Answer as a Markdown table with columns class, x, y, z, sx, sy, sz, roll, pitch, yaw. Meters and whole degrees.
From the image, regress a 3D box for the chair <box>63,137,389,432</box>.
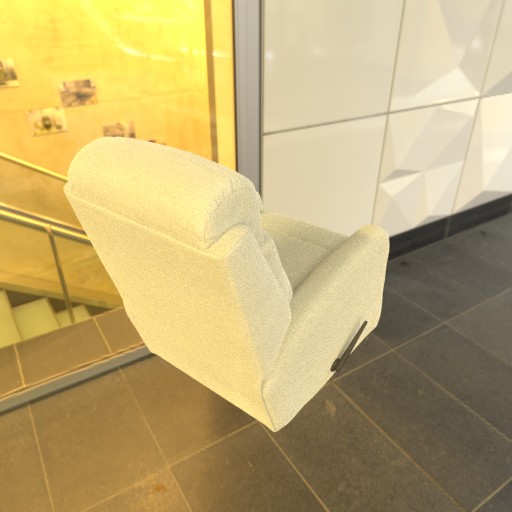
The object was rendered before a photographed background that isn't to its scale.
| class | x | y | z | sx | sy | sz | roll | pitch | yaw |
| --- | --- | --- | --- | --- | --- | --- | --- | --- | --- |
| chair | 0.000 | 0.000 | 1.681 | 0.798 | 1.013 | 1.043 | 22 | 37 | 32 |
